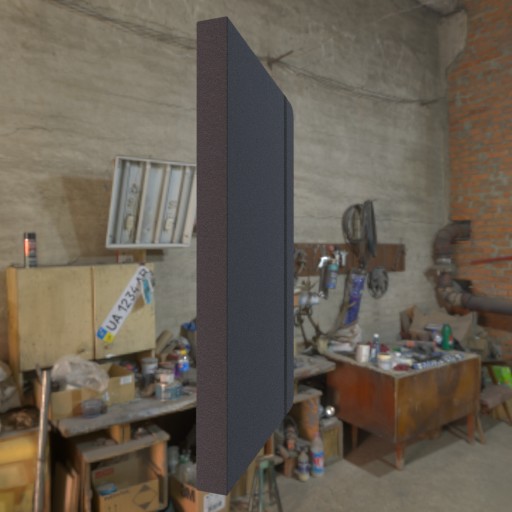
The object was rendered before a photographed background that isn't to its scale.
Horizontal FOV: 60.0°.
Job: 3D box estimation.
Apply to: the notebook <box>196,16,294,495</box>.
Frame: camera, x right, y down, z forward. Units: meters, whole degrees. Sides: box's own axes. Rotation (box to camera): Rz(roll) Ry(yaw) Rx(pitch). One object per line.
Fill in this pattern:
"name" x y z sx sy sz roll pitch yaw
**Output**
"notebook" 0.000 0.000 0.258 0.016 0.213 0.127 0 0 18
